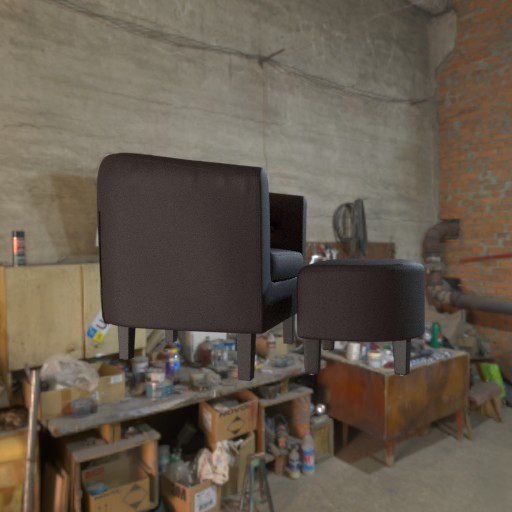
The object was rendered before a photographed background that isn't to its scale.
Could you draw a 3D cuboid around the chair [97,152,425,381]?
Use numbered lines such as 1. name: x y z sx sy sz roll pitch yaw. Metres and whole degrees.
1. chair: 0.000 0.000 1.670 1.191 0.760 0.763 0 0 17
